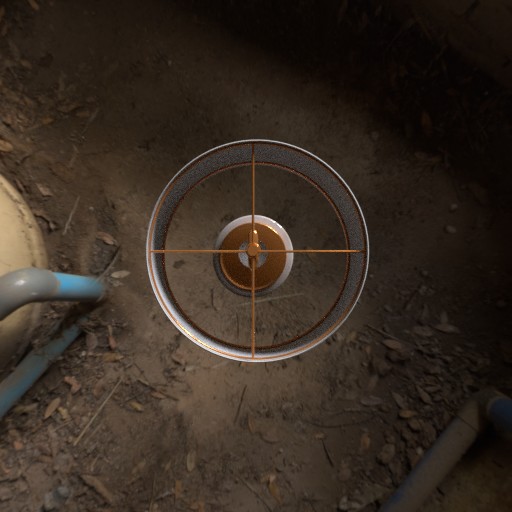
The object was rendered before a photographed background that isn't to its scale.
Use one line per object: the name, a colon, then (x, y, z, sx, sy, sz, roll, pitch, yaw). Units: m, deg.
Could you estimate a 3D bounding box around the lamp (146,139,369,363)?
lamp: (0.000, 0.000, 0.465, 0.189, 0.340, 0.189, 0, 89, 0)
